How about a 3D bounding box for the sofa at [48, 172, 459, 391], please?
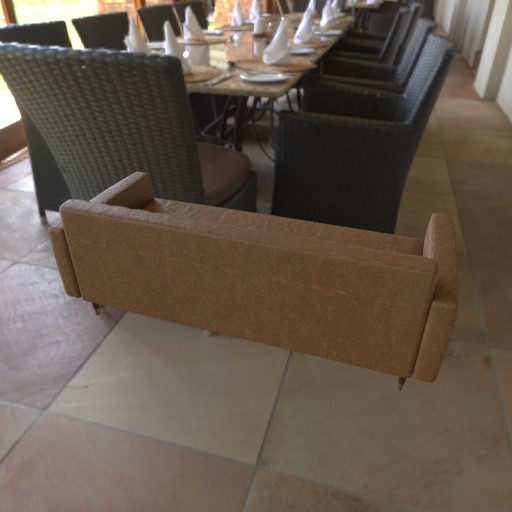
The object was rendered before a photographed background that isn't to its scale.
[{"bbox_3d":[0.000,0.000,2.767,2.291,0.821,0.990,10,33,16],"label":"sofa"}]
